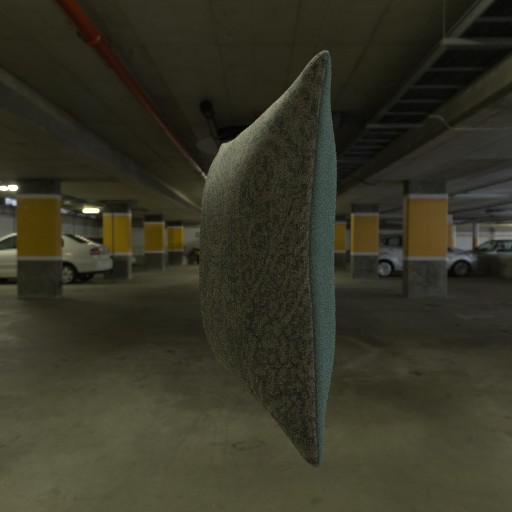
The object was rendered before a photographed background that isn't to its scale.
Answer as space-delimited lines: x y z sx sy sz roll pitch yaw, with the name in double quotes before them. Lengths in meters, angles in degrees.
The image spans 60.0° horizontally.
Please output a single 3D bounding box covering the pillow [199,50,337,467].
"pillow" 0.000 0.000 0.784 0.166 0.507 0.526 0 1 -18
